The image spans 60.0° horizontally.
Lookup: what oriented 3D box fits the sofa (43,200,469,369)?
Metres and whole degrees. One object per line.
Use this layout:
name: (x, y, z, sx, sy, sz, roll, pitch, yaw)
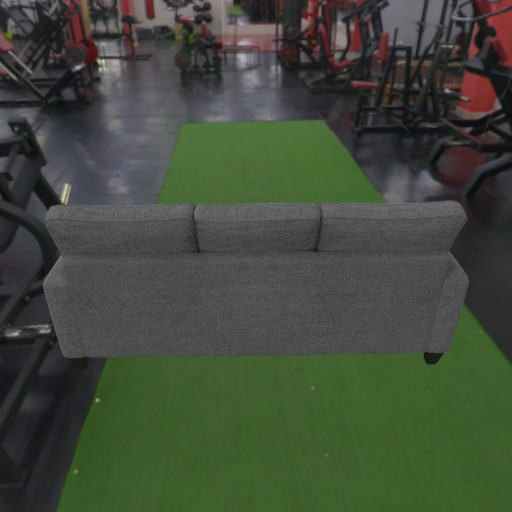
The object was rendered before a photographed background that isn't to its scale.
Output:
sofa: (0.000, 0.000, 2.646, 2.158, 0.965, 0.951, -1, 31, -1)
